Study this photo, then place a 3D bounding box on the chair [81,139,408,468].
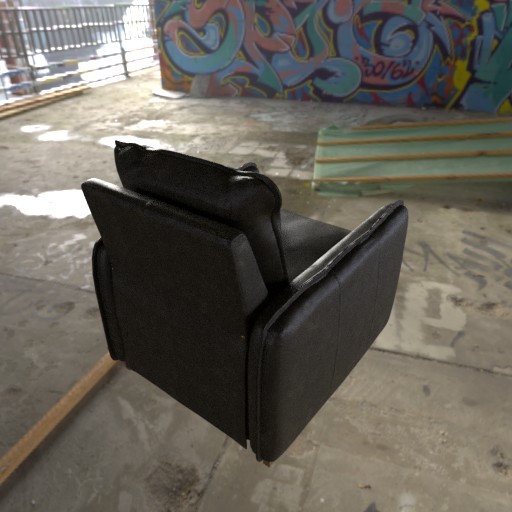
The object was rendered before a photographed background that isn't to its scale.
[{"bbox_3d":[0.000,0.000,1.604,0.830,0.921,0.921,21,37,32],"label":"chair"}]
